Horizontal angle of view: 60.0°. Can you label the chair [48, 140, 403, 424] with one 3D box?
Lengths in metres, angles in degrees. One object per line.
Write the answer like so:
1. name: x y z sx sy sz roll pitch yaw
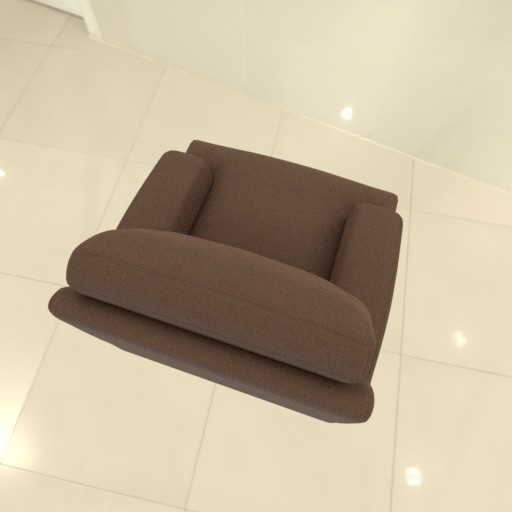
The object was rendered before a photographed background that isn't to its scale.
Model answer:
1. chair: 0.000 0.000 1.914 1.168 0.940 1.143 17 65 8
